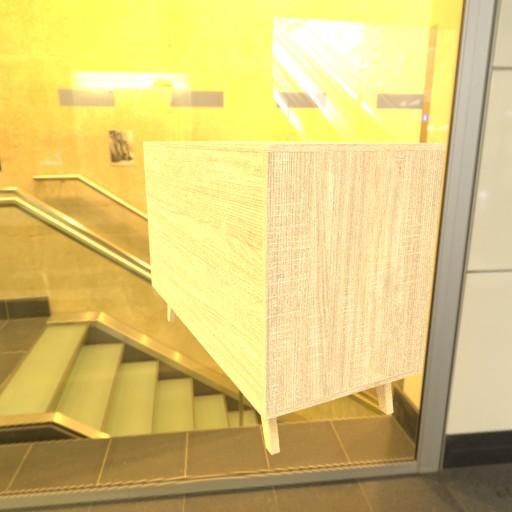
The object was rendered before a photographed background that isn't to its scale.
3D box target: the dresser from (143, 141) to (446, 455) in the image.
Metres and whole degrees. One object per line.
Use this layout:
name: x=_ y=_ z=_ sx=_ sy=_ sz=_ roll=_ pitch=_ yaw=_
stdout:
dresser: x=0.000 y=0.000 z=1.567 sx=0.500 sy=0.780 sz=1.110 roll=-7 pitch=16 yaw=-25
